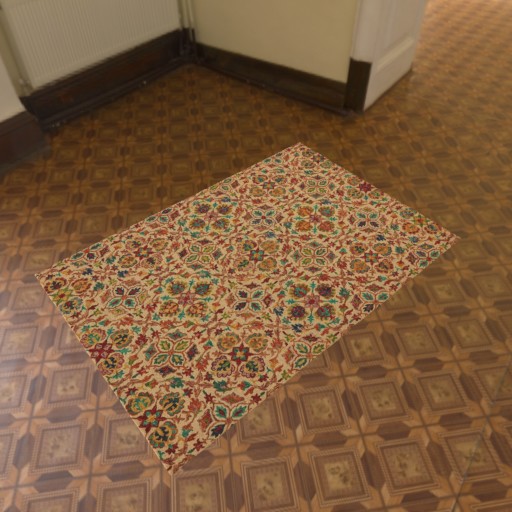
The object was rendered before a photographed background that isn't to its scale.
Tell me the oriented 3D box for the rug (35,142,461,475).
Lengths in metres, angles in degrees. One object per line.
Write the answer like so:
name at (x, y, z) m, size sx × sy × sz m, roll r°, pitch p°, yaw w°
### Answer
rug at (0.000, 0.000, 2.855) m, size 2.297 × 0.018 × 1.541 m, roll -32°, pitch 54°, yaw -27°
